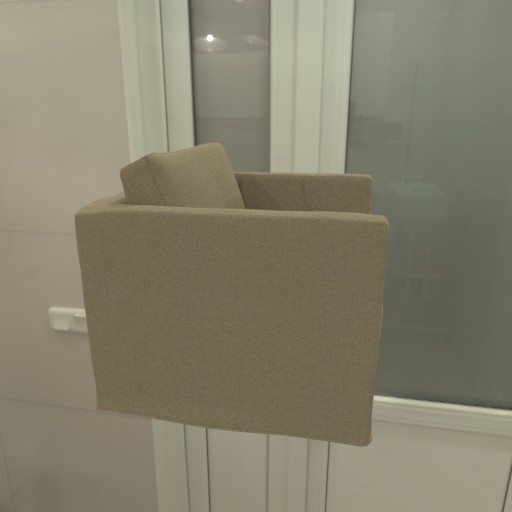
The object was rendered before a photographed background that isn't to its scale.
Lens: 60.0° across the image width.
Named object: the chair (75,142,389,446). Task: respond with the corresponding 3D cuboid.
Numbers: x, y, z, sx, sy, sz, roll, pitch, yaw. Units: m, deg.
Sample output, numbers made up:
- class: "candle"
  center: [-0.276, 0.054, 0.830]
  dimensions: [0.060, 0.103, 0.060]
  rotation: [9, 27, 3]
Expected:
- class: "chair"
  center: [0.000, 0.000, 1.791]
  dimensions: [0.949, 0.863, 1.057]
  rotation: [3, 18, 11]
